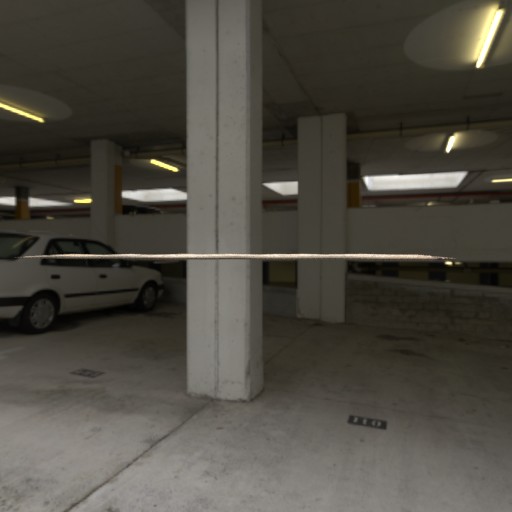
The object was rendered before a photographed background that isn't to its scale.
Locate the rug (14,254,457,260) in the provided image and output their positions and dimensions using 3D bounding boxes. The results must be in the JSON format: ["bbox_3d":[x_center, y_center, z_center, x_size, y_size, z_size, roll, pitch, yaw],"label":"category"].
[{"bbox_3d":[0.000,0.000,3.995,3.061,0.034,2.426,0,0,18],"label":"rug"}]
